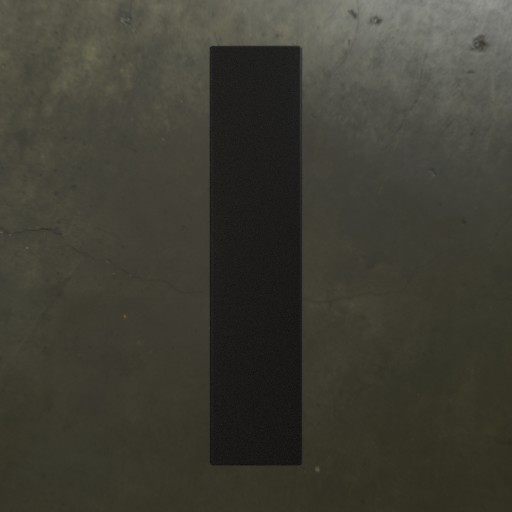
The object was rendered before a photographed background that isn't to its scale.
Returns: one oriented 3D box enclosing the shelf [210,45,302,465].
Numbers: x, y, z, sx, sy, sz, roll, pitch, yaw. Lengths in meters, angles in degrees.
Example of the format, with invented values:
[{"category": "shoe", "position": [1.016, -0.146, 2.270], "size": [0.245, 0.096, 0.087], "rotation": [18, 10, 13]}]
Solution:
[{"category": "shelf", "position": [0.000, 0.000, 0.506], "size": [0.102, 0.053, 0.456], "rotation": [0, 90, 0]}]
